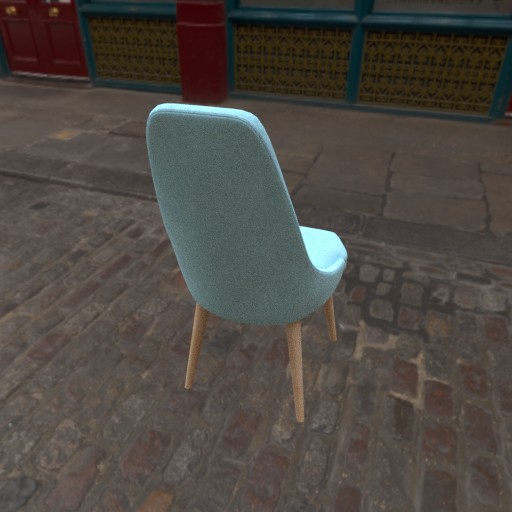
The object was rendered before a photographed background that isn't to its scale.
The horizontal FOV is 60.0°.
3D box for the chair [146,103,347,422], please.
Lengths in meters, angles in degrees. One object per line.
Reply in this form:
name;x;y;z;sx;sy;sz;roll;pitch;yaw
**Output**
chair;0.000;0.000;1.378;0.510;1.040;0.660;11;33;17
